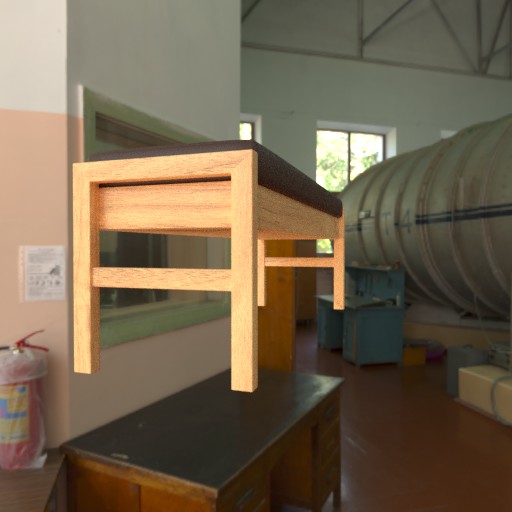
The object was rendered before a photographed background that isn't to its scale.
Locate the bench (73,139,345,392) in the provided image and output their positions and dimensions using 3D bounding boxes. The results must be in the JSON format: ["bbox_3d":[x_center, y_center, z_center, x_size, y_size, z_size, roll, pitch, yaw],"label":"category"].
[{"bbox_3d":[0.000,0.000,1.441,0.405,0.480,1.200,0,1,19],"label":"bench"}]
